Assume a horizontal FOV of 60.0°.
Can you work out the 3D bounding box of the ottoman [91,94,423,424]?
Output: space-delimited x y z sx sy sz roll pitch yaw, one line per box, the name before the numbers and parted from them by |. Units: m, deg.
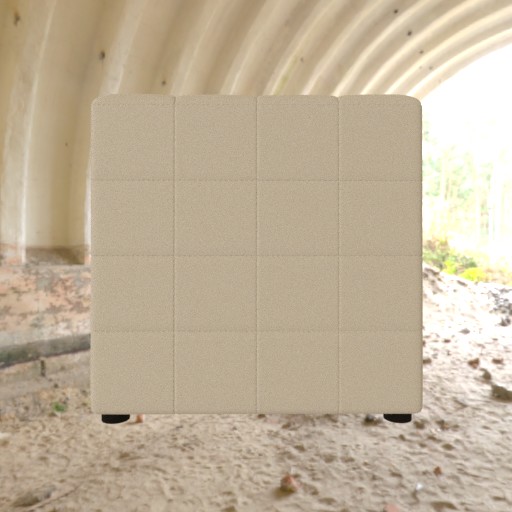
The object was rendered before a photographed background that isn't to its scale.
ottoman | 0.000 0.000 0.773 0.425 0.432 0.425 0 0 0
